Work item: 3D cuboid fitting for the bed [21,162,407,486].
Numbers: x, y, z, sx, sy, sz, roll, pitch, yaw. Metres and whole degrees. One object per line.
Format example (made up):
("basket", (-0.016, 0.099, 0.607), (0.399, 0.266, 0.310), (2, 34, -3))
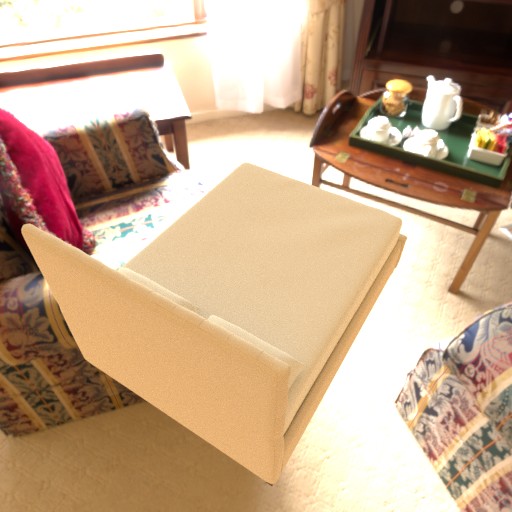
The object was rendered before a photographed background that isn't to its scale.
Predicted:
("bed", (0.000, 0.000, 3.258), (1.696, 1.426, 2.233), (24, 51, 22))
